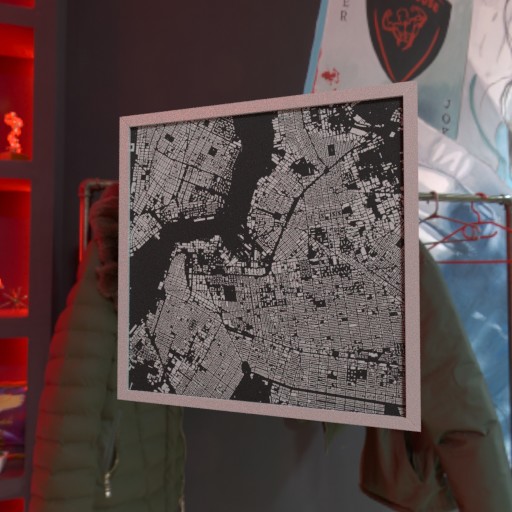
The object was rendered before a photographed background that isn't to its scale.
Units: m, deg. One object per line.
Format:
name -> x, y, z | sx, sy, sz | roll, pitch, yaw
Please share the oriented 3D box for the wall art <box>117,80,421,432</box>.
wall art -> 0.000, 0.000, 0.734 | 0.506, 0.506, 0.038 | -1, -2, 18
